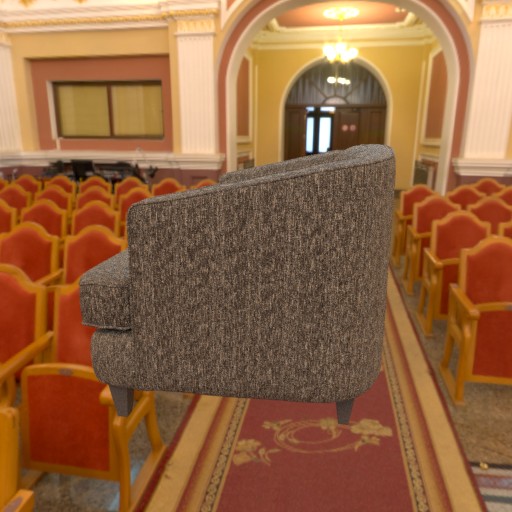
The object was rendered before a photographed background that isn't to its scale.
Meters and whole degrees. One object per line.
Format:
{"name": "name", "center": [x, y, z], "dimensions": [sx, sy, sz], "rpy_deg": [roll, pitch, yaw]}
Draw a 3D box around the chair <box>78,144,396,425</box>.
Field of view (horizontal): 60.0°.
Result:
{"name": "chair", "center": [0.000, 0.000, 1.740], "dimensions": [0.941, 0.852, 1.104], "rpy_deg": [3, 15, 10]}
